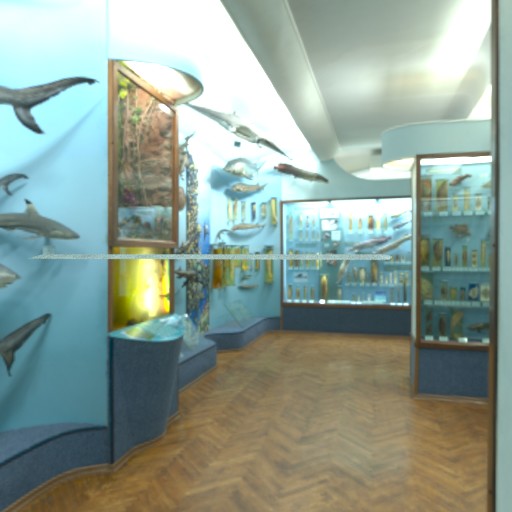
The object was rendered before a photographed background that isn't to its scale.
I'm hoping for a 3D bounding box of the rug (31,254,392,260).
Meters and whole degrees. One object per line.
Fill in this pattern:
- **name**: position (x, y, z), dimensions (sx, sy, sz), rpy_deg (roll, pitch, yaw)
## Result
- **rug**: position (0.000, 0.000, 3.984), dimensions (2.332, 0.027, 2.933), rpy_deg (0, 0, 17)
